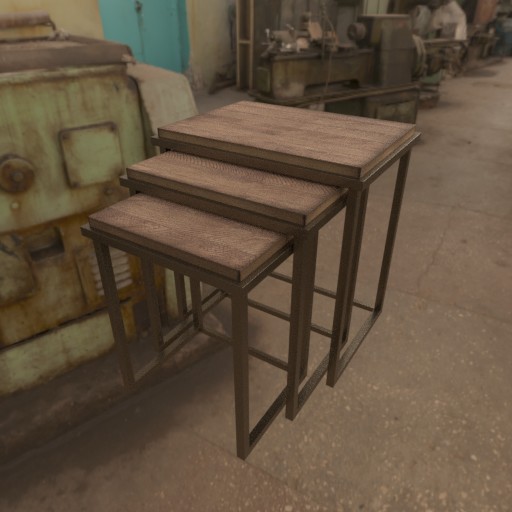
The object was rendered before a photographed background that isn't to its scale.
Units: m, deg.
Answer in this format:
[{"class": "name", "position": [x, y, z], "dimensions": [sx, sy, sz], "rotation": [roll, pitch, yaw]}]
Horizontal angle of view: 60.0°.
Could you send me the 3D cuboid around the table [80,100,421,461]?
[{"class": "table", "position": [0.000, 0.000, 1.163], "dimensions": [0.559, 0.610, 0.706], "rotation": [18, 36, 28]}]
